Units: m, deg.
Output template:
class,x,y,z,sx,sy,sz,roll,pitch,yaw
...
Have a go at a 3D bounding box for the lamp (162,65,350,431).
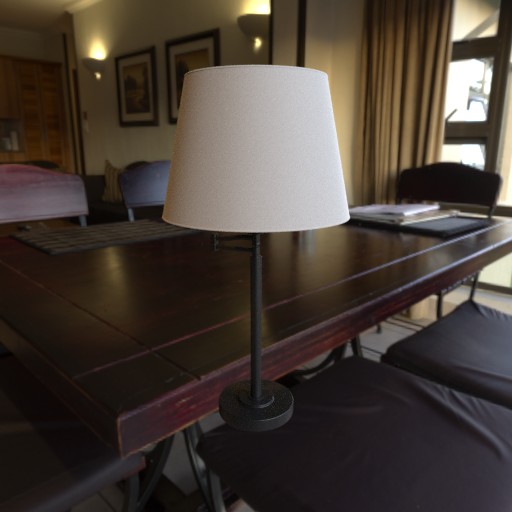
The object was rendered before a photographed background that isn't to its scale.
class,x,y,z,sx,sy,sz,roll,pitch,yaw
lamp,0.000,0.000,0.895,0.363,0.696,0.363,0,14,0
